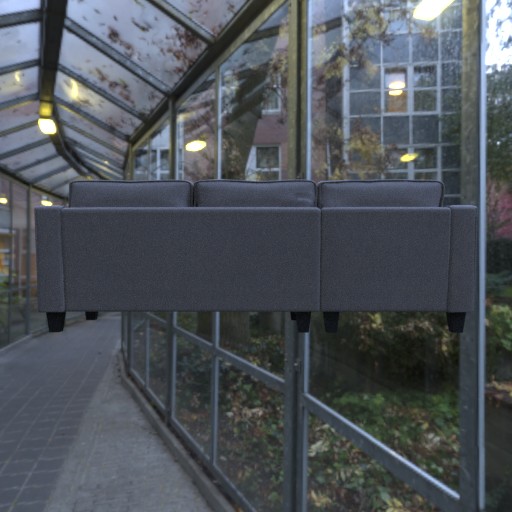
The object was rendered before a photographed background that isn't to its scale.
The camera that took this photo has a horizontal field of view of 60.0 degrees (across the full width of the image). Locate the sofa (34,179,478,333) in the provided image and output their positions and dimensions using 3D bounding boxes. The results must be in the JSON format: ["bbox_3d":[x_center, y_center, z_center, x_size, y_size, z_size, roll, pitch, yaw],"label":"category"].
[{"bbox_3d":[0.000,0.000,3.186,2.561,0.928,1.294,0,-1,0],"label":"sofa"}]
